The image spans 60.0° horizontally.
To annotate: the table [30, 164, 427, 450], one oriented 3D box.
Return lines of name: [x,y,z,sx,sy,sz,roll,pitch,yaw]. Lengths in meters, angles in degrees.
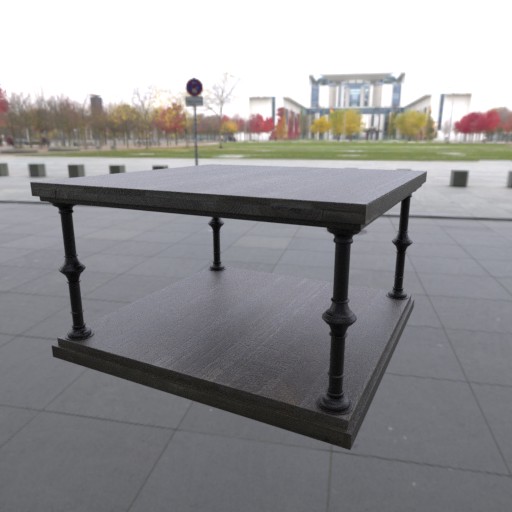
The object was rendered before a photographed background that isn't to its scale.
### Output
table: [0.000,0.000,1.117,0.696,0.400,0.696,8,17,26]
